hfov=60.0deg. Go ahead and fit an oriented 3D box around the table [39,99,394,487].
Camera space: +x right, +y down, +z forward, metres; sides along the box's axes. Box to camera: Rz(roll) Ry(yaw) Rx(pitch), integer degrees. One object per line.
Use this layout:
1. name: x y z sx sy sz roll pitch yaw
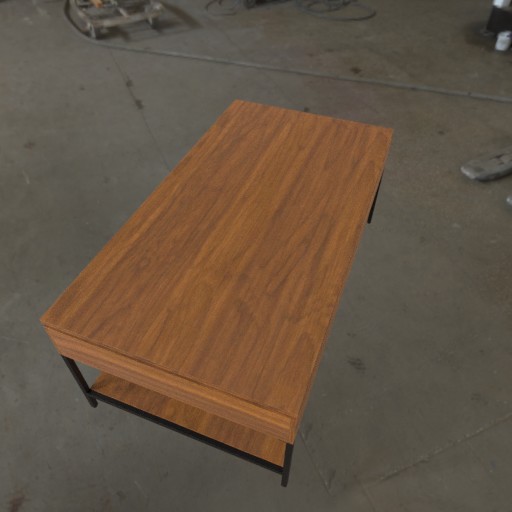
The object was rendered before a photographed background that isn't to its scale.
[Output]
1. table: 0.000 0.000 1.357 0.574 0.414 1.057 16 48 15
